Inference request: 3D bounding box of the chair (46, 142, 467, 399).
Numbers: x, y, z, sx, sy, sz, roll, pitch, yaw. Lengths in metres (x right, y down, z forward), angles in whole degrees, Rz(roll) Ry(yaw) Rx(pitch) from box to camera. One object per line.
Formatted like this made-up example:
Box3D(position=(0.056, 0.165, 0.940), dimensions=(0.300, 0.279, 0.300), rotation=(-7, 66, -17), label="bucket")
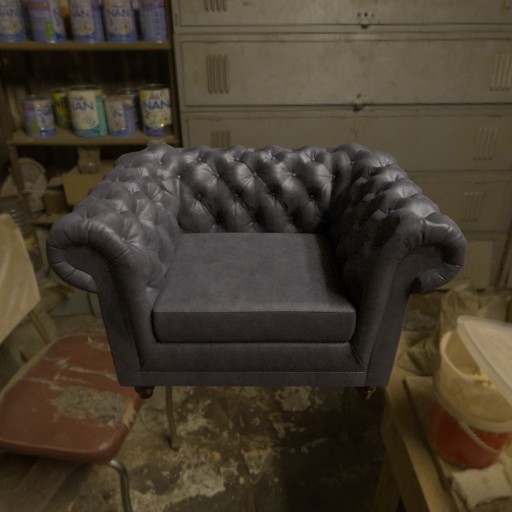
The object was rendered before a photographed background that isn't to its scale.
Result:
Box3D(position=(0.000, 0.000, 1.864), dimensions=(1.298, 0.780, 0.943), rotation=(0, 29, 0), label="chair")
